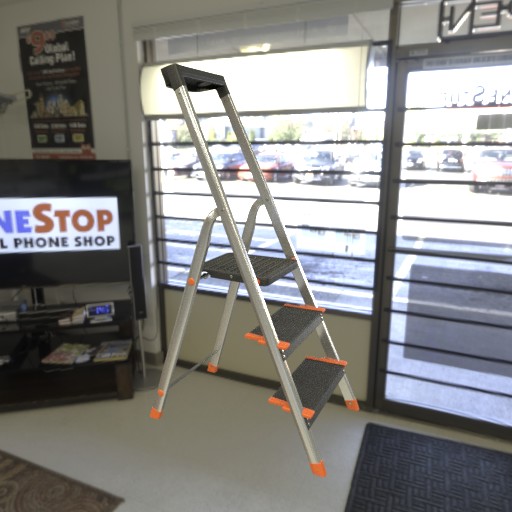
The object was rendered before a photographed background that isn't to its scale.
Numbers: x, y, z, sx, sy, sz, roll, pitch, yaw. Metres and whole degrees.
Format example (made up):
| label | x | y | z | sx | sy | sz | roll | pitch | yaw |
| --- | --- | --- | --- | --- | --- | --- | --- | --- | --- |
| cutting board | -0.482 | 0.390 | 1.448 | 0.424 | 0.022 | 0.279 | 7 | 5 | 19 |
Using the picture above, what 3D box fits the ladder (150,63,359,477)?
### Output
| label | x | y | z | sx | sy | sz | roll | pitch | yaw |
| --- | --- | --- | --- | --- | --- | --- | --- | --- | --- |
| ladder | 0.000 | 0.000 | 1.535 | 0.686 | 1.229 | 0.416 | 7 | 16 | 26 |
